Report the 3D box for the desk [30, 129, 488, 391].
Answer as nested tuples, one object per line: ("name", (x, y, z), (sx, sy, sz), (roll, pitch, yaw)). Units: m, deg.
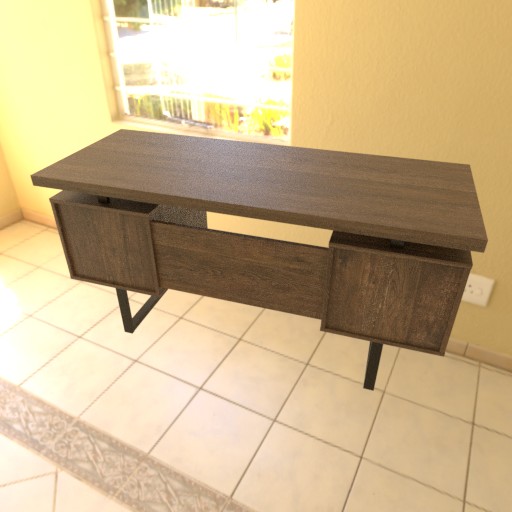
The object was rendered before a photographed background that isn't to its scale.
("desk", (0.000, 0.000, 1.852), (1.524, 0.760, 0.600), (10, 34, 15))
